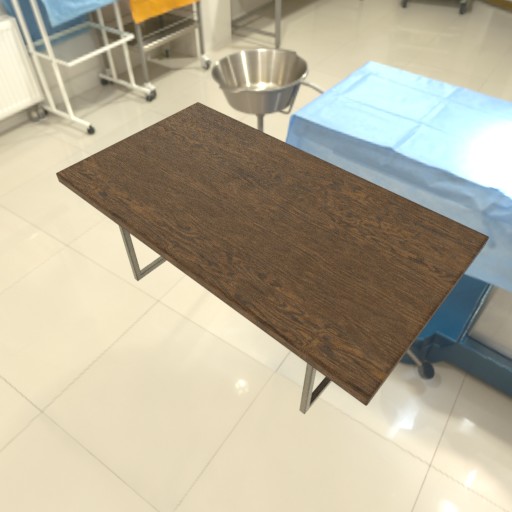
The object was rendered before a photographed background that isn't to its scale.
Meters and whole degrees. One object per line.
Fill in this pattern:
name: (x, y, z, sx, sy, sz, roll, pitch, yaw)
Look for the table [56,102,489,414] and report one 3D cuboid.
table: (0.000, 0.000, 2.551, 1.989, 0.795, 1.078, 32, 54, 27)
